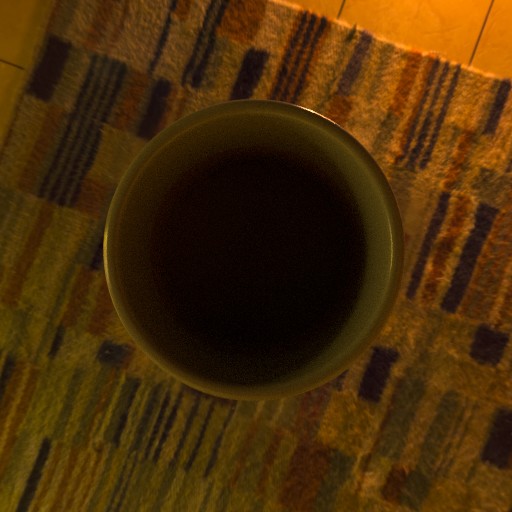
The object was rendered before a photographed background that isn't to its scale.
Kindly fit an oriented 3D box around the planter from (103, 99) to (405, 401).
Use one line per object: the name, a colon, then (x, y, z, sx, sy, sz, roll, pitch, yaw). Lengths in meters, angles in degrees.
planter: (0.000, 0.000, 0.738, 0.348, 0.480, 0.360, 0, 90, 1)
